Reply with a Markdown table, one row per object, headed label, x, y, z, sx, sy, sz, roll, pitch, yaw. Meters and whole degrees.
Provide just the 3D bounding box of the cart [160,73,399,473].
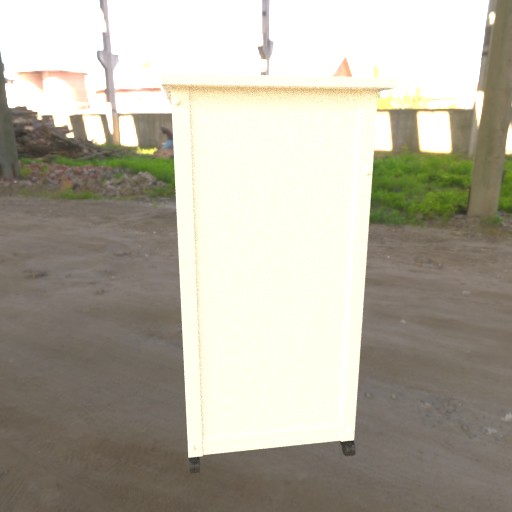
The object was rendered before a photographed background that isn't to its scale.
| label | x | y | z | sx | sy | sz | roll | pitch | yaw |
| --- | --- | --- | --- | --- | --- | --- | --- | --- | --- |
| cart | 0.000 | 0.000 | 1.243 | 0.442 | 0.864 | 0.683 | -2 | 16 | -8 |
